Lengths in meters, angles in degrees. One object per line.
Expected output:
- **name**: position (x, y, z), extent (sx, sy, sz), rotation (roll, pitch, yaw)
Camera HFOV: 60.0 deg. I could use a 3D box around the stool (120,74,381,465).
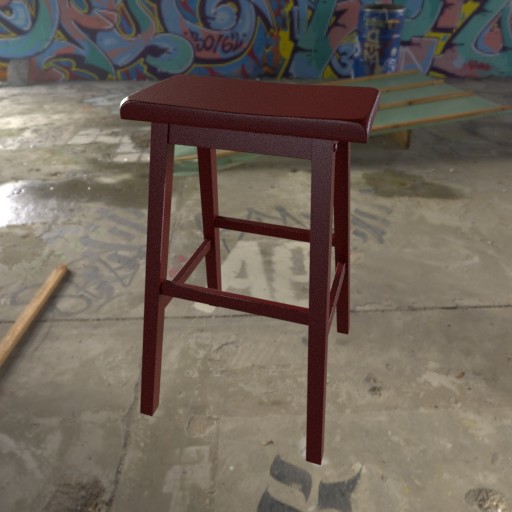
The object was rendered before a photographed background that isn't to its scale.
- **stool**: position (0.000, 0.000, 1.039), extent (0.457, 0.737, 0.476), rotation (10, 35, 15)
